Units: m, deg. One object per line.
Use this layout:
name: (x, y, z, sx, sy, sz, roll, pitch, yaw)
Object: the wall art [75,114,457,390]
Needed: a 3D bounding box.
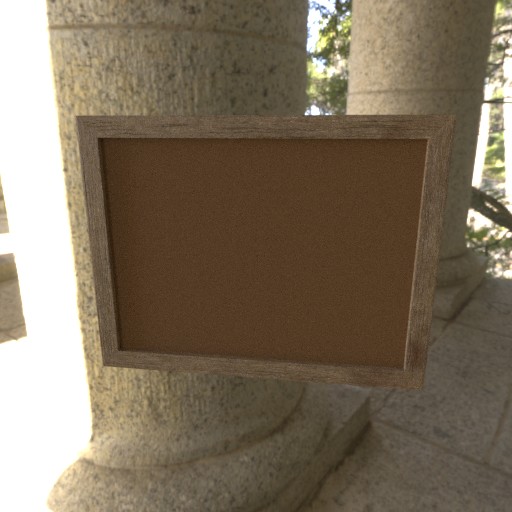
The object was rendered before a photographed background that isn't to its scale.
wall art: (0.000, 0.000, 0.884, 0.690, 0.535, 0.026, 2, 17, 8)
